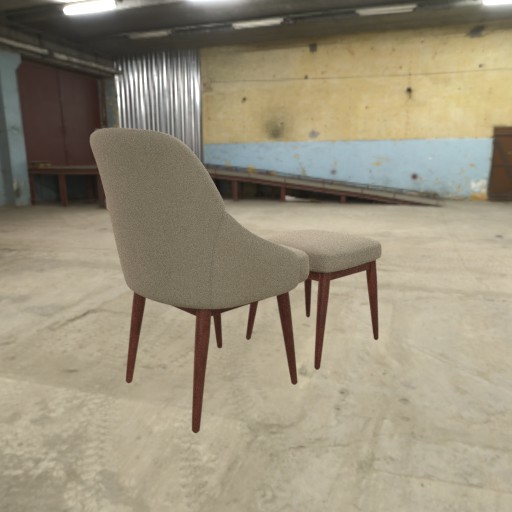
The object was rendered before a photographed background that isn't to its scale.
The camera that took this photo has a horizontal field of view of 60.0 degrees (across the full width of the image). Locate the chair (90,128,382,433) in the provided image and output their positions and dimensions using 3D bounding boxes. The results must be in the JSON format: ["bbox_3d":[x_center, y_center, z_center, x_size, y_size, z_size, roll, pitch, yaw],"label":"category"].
[{"bbox_3d":[0.000,0.000,1.645,1.114,0.866,0.584,-12,17,-42],"label":"chair"}]
